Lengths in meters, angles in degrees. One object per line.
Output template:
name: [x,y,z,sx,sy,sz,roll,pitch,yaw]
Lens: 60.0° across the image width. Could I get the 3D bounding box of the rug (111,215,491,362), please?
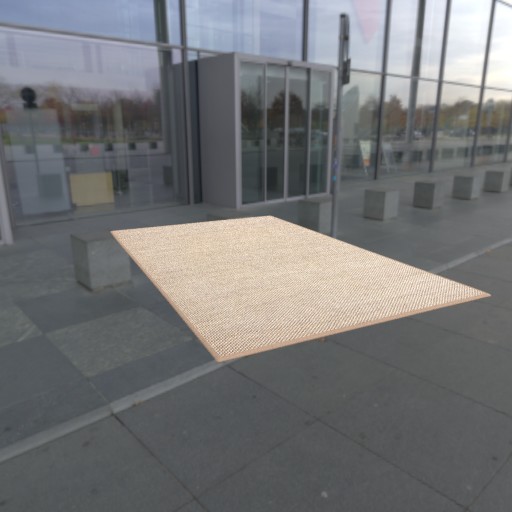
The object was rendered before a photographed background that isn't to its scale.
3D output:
rug: [0.000,0.000,2.080,1.061,0.012,1.668,-8,18,-26]
